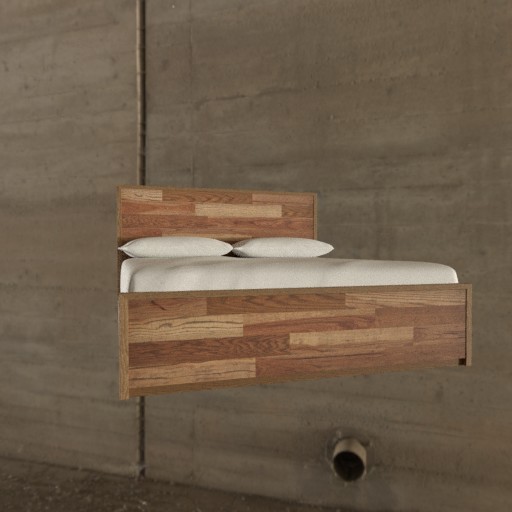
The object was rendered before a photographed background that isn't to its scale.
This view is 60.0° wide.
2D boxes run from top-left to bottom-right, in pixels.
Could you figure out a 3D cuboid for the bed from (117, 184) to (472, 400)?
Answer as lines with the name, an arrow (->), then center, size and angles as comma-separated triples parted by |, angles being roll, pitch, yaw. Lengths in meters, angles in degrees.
bed -> 0.000, 0.000, 3.379 | 2.013, 1.295, 2.184 | 0, 1, -18
